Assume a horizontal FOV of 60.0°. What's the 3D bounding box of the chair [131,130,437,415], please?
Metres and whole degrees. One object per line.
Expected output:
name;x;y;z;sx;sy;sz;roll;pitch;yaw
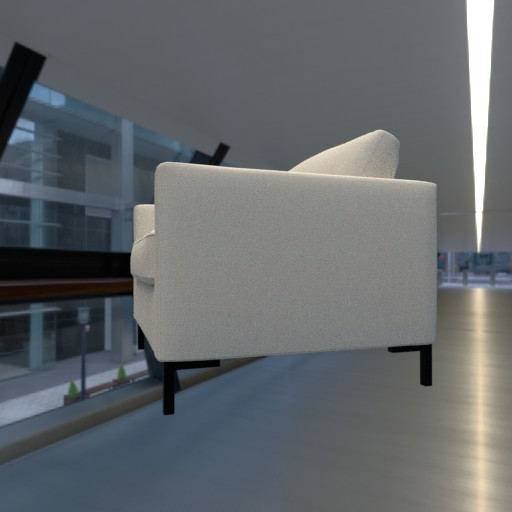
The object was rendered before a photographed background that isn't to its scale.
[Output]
chair;0.000;0.000;1.654;0.875;0.806;0.964;0;-1;-19
